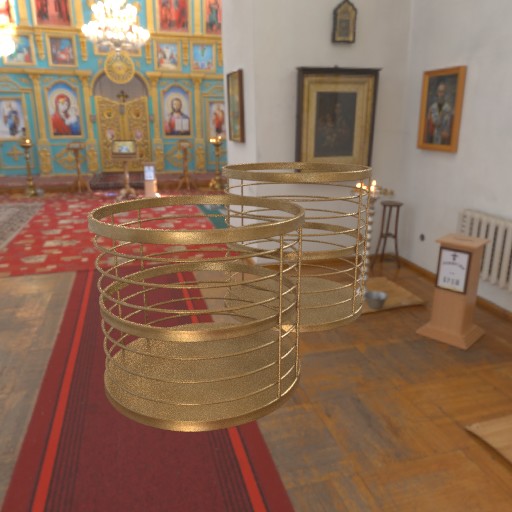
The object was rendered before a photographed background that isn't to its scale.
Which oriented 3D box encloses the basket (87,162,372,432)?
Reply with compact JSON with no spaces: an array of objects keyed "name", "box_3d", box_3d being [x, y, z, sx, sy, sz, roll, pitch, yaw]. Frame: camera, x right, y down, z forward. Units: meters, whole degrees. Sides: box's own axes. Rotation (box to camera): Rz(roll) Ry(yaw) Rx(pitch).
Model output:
[{"name":"basket","box_3d":[0.000,0.000,0.946,0.356,0.351,0.746,8,18,28]}]
